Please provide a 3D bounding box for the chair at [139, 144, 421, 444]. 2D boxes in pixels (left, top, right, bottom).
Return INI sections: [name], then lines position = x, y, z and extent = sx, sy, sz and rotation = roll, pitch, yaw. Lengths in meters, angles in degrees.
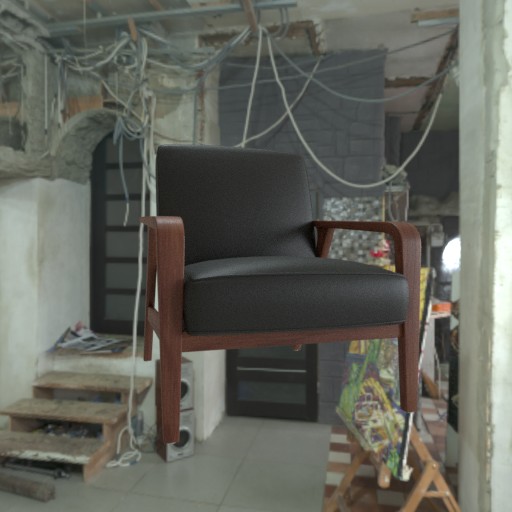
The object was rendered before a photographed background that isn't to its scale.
[chair]
position = 0.000, 0.000, 1.489
extent = 0.719, 0.861, 0.889
rotation = 0, 1, -18
